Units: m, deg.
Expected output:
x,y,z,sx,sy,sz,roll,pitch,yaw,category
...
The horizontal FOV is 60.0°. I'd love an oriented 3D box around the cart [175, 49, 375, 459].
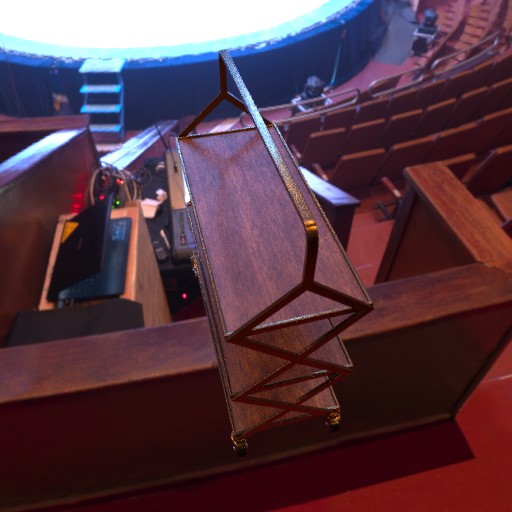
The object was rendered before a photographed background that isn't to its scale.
x,y,z,sx,sy,sz,roll,pitch,yaw,category
0.000,0.000,1.164,0.313,0.805,0.723,-11,48,-10,cart
